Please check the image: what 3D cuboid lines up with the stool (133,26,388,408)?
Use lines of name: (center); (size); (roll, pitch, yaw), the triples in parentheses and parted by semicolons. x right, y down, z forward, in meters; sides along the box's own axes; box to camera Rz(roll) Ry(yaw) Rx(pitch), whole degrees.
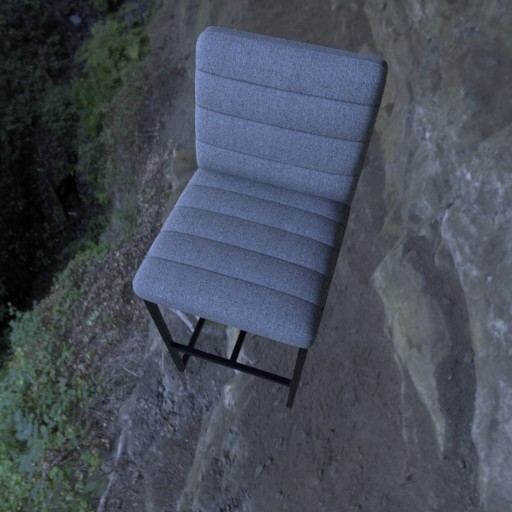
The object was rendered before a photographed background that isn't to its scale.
stool: (0.000, 0.000, 1.307); (0.459, 1.034, 0.571); (15, 59, 10)
